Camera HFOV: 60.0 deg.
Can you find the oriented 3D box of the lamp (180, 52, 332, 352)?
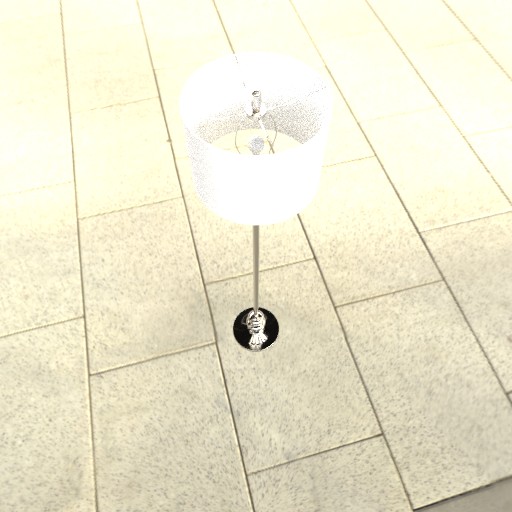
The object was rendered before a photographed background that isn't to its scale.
[{"bbox_3d":[0.000,0.000,1.653,0.356,1.487,0.356,-15,60,-9],"label":"lamp"}]
